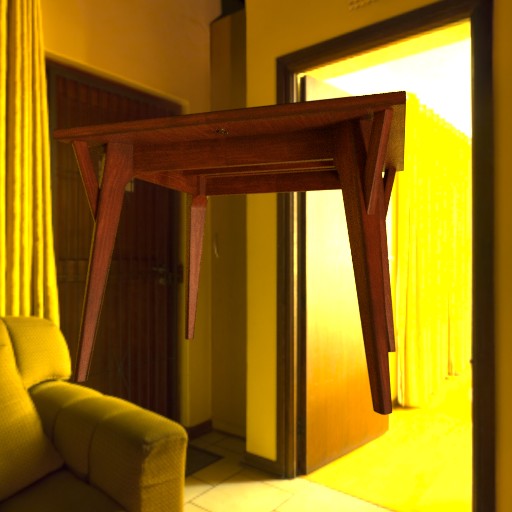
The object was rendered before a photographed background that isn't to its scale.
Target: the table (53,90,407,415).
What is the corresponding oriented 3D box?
[{"bbox_3d":[0.000,0.000,1.555,0.991,0.761,0.838,0,0,18],"label":"table"}]
